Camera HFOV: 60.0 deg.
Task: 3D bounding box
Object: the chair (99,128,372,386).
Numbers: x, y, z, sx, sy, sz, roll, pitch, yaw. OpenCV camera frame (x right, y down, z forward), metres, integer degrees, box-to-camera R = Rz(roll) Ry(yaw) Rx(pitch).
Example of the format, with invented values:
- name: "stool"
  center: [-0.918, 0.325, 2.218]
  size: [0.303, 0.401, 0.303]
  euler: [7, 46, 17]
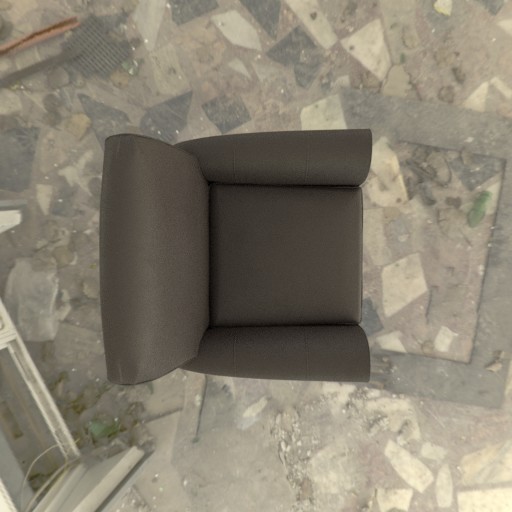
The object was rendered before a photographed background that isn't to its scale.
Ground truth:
- name: "chair"
  center: [0.000, 0.000, 1.772]
  size: [0.902, 1.061, 0.978]
  euler: [0, 92, 0]
